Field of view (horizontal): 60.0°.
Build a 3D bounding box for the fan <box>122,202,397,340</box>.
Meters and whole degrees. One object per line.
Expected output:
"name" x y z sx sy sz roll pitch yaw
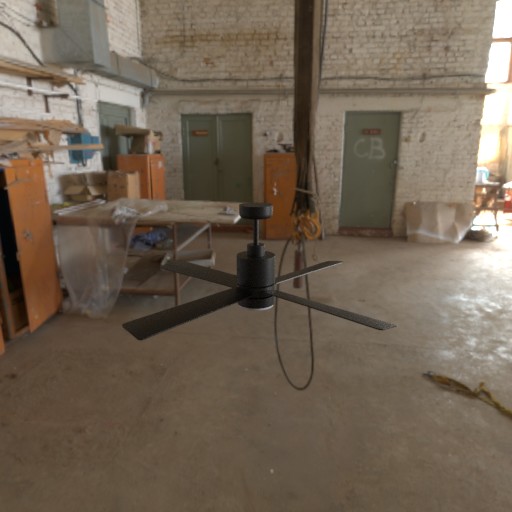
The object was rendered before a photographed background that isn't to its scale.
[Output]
"fan" 0.000 0.000 2.302 1.525 0.534 1.525 13 19 42
